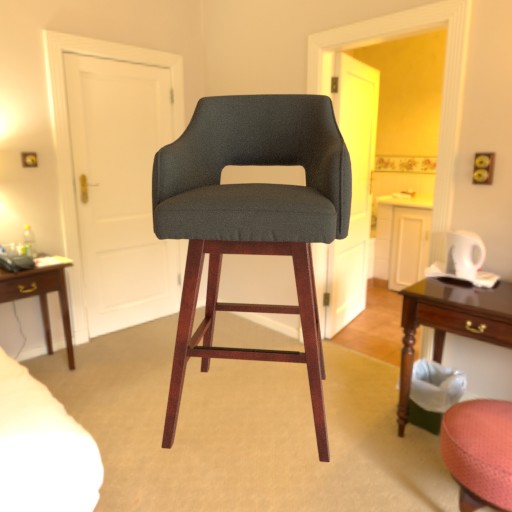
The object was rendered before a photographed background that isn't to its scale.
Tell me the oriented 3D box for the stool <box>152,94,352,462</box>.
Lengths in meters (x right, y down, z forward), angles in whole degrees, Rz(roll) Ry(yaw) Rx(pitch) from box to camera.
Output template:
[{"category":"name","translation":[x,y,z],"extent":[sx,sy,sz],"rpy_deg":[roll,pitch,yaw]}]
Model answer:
[{"category":"stool","translation":[0.000,0.000,1.379],"extent":[0.548,1.012,0.558],"rpy_deg":[2,13,7]}]
